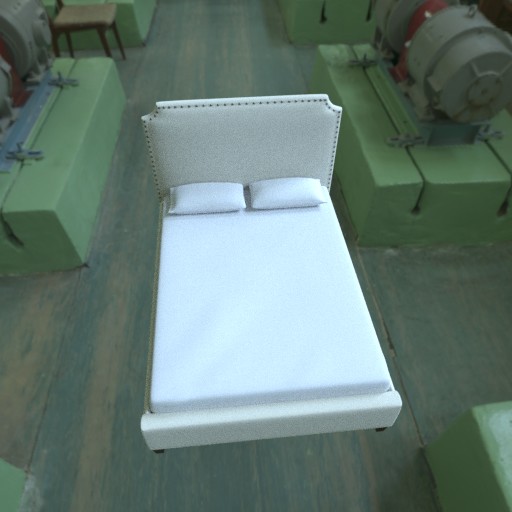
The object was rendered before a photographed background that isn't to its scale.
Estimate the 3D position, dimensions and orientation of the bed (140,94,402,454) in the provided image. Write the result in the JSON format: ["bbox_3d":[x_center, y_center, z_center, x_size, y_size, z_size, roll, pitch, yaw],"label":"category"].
[{"bbox_3d":[0.000,0.000,3.423,1.712,1.443,2.372,-4,47,-4],"label":"bed"}]
